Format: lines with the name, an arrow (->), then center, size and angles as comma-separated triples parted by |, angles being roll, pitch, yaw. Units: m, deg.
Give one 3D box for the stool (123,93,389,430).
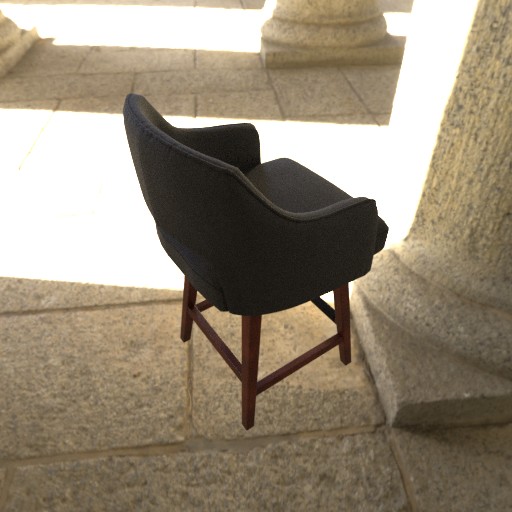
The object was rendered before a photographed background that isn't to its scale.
stool -> 0.000, 0.000, 1.254 | 0.558, 0.912, 0.548 | -25, 47, -26
